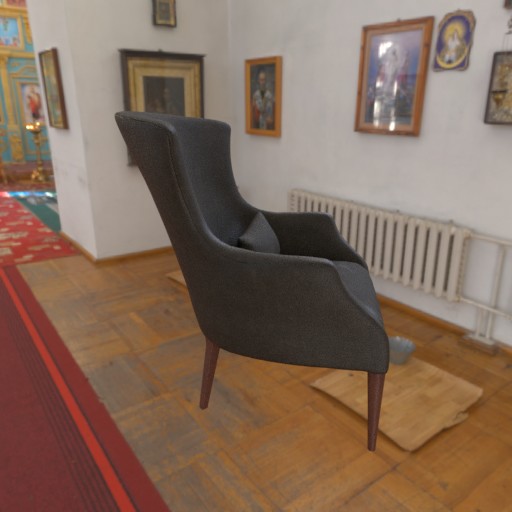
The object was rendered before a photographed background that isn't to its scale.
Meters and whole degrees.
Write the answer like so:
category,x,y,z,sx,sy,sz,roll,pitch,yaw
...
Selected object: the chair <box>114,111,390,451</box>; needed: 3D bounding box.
category,x,y,z,sx,sy,sz,roll,pitch,yaw
chair,0.000,0.000,1.715,0.954,1.068,0.819,3,17,8
